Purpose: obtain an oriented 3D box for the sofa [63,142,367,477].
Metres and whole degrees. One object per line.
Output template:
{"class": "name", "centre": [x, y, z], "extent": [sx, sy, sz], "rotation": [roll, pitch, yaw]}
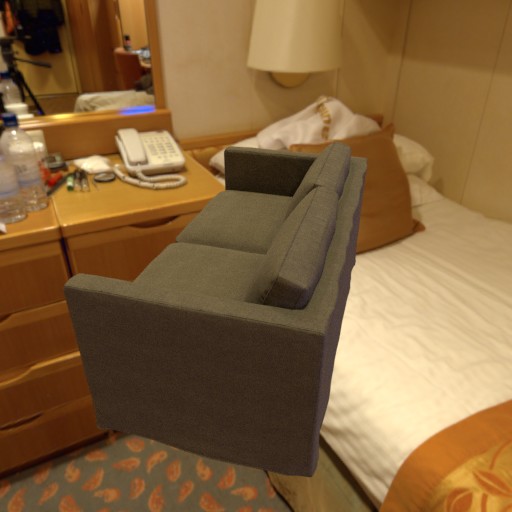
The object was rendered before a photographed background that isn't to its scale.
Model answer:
{"class": "sofa", "centre": [0.000, 0.000, 2.319], "extent": [0.974, 0.854, 1.802], "rotation": [8, 31, 14]}
